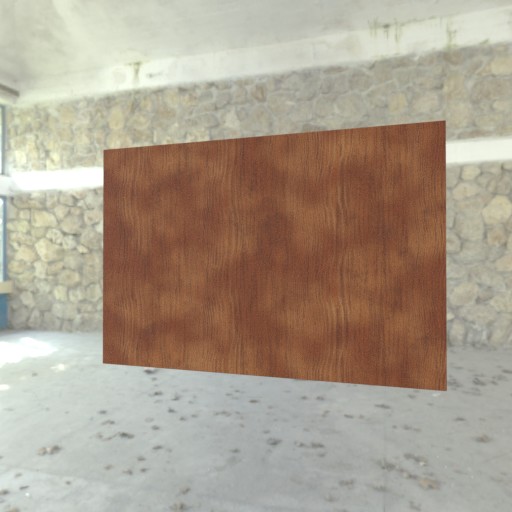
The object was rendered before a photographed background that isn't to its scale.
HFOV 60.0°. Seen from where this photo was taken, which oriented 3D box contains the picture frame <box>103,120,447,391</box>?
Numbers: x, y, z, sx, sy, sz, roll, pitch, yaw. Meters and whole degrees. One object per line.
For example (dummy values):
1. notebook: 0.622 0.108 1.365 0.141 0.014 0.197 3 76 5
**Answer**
1. picture frame: 0.000 0.000 1.202 0.950 0.640 0.029 0 -1 17
